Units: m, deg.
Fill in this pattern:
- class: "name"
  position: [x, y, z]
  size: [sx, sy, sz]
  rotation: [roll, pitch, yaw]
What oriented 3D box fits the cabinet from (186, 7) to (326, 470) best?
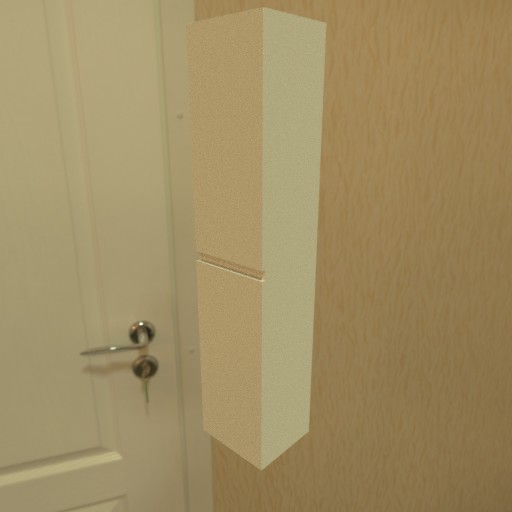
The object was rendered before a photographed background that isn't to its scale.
- class: "cabinet"
  position: [0.000, 0.000, 1.483]
  size: [0.300, 1.400, 0.269]
  rotation: [16, 23, 41]
